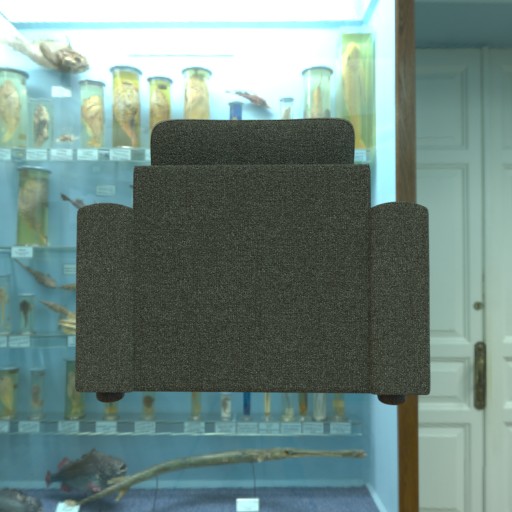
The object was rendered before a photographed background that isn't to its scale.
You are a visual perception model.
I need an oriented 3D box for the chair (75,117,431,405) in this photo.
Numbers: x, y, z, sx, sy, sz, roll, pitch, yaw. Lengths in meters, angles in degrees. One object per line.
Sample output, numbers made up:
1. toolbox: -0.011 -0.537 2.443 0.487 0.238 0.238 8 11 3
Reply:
1. chair: 0.000 0.000 1.749 1.005 0.873 1.016 0 -1 2
